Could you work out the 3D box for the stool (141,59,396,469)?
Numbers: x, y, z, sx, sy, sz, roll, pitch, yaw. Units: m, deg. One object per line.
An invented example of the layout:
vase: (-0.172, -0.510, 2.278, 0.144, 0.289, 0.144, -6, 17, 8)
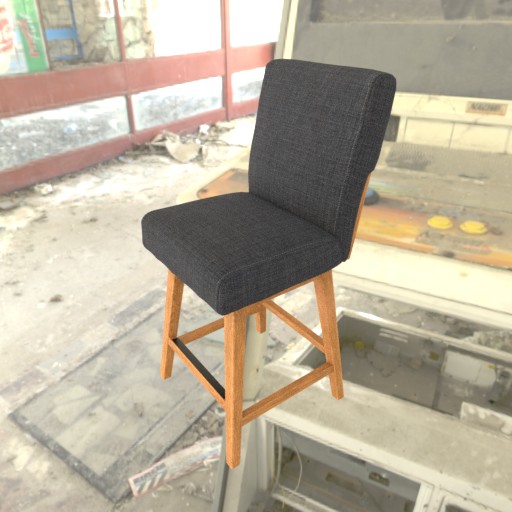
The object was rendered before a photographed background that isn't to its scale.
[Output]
stool: (0.000, 0.000, 1.297, 0.526, 1.010, 0.459, -20, 35, -31)
